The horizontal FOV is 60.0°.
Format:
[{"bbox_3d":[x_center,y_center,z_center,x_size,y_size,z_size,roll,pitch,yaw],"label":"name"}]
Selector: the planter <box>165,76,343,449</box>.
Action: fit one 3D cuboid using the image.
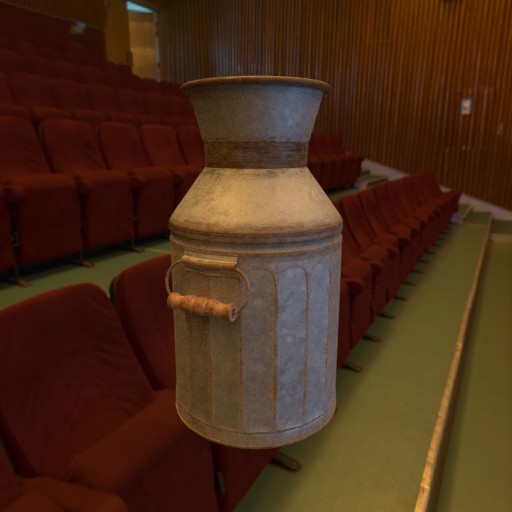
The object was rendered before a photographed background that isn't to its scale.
[{"bbox_3d":[0.000,0.000,0.552,0.214,0.396,0.245,7,16,28],"label":"planter"}]
